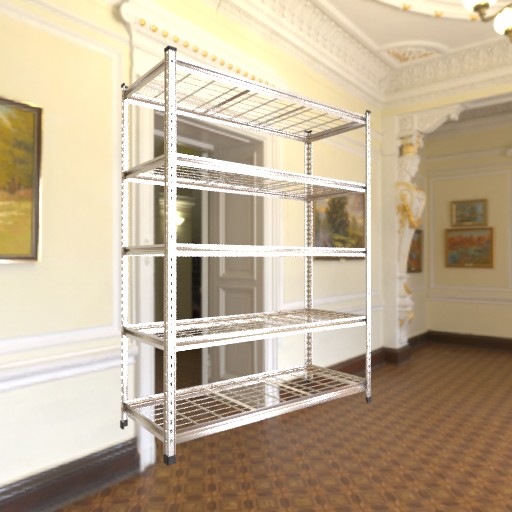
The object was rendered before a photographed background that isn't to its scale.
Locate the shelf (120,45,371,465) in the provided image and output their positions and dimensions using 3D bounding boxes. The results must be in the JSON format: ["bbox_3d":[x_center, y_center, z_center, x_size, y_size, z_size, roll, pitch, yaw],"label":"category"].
[{"bbox_3d":[0.000,0.000,2.794,1.524,1.981,0.610,0,-1,-38],"label":"shelf"}]
